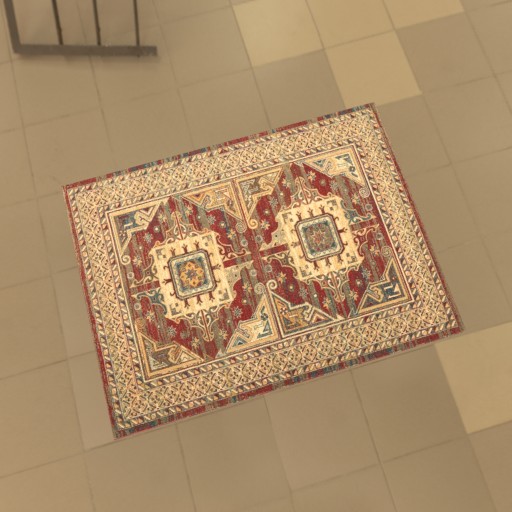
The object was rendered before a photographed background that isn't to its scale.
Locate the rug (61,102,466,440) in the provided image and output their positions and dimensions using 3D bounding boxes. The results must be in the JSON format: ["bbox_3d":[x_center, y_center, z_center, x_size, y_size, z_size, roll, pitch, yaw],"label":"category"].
[{"bbox_3d":[0.000,0.000,4.104,3.197,0.013,2.381,-16,77,-4],"label":"rug"}]
